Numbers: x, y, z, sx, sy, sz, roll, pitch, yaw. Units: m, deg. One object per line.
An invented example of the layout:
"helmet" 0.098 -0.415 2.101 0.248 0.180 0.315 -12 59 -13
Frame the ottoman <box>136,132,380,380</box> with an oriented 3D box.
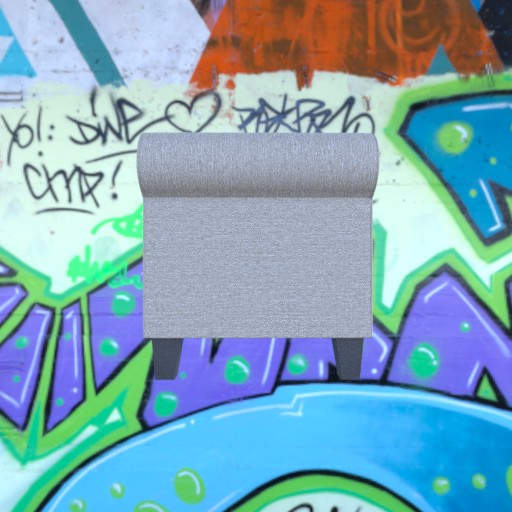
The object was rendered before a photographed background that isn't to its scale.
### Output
"ottoman" 0.000 0.000 1.540 0.521 0.547 1.256 0 0 0
